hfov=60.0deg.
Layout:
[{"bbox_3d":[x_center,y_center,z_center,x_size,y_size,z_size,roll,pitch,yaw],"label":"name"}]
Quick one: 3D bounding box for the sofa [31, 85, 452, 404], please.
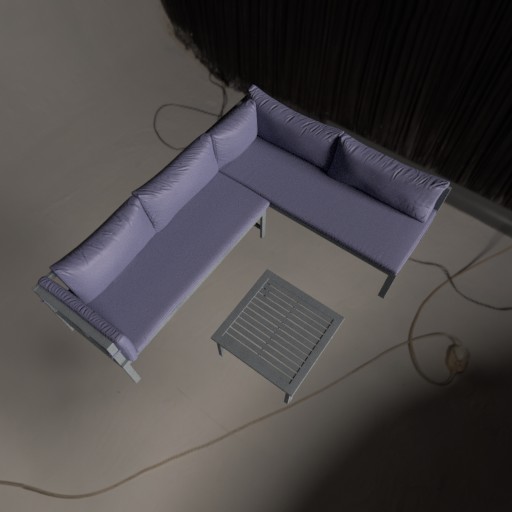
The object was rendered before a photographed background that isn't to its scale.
[{"bbox_3d":[0.000,0.000,2.958,1.658,0.762,2.149,32,64,18],"label":"sofa"}]
